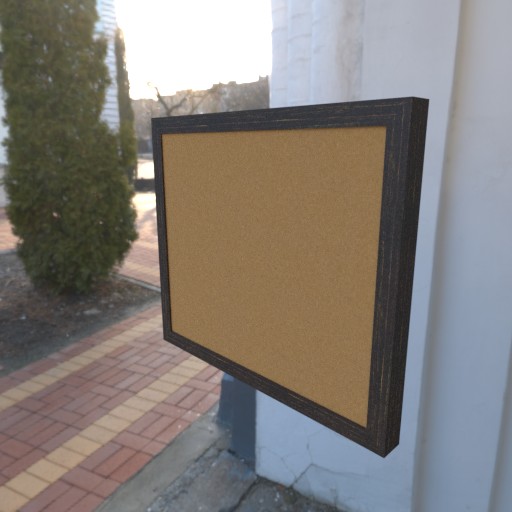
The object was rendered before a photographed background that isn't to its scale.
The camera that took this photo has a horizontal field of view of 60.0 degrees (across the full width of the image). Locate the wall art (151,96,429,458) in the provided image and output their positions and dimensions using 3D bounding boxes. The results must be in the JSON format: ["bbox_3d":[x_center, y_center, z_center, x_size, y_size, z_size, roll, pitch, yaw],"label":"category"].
[{"bbox_3d":[0.000,0.000,0.530,0.031,0.330,0.381,-13,19,-43],"label":"wall art"}]
